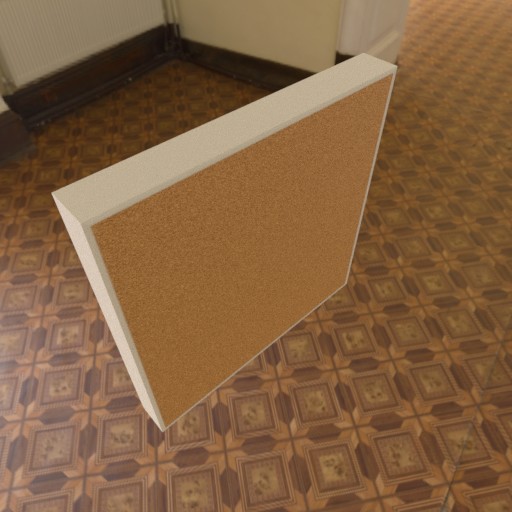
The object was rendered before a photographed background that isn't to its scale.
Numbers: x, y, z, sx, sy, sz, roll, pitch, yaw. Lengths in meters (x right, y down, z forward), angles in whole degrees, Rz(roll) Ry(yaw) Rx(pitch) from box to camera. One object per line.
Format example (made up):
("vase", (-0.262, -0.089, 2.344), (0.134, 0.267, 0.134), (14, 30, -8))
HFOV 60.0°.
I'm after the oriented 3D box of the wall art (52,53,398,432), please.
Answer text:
("wall art", (0.000, 0.000, 0.444), (0.305, 0.304, 0.038), (-34, 55, -27))
